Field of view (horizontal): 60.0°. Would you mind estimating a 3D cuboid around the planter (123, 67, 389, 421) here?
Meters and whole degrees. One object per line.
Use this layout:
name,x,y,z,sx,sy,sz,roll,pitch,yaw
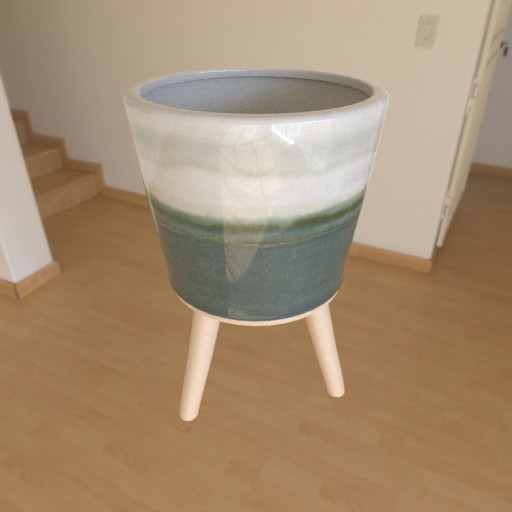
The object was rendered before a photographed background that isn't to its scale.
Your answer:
planter,0.000,0.000,0.455,0.217,0.331,0.217,1,31,2
